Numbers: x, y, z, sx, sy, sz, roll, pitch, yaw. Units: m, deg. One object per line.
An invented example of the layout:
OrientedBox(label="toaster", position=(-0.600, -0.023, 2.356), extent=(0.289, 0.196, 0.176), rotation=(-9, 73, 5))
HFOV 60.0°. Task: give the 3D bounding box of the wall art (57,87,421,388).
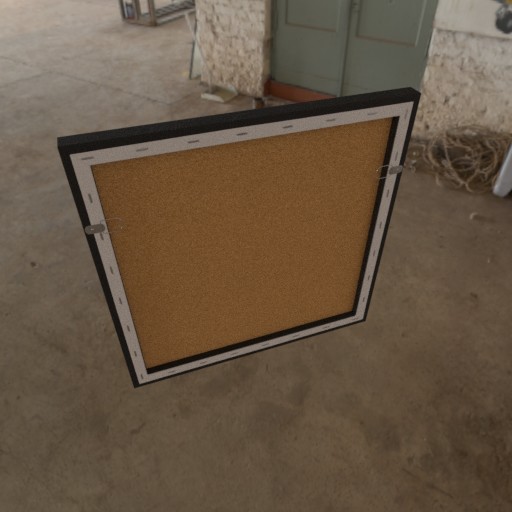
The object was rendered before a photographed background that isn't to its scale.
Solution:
OrientedBox(label="wall art", position=(0.000, 0.000, 1.139), extent=(0.758, 0.758, 0.044), rotation=(-13, 42, -15))
